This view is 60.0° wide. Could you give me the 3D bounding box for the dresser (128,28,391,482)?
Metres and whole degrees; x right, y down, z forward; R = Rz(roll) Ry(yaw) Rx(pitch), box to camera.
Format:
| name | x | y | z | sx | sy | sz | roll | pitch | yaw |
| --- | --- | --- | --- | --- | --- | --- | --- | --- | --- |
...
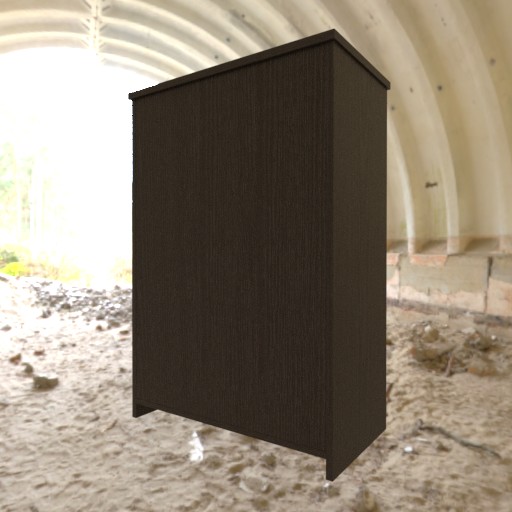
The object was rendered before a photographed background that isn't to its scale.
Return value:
| name | x | y | z | sx | sy | sz | roll | pitch | yaw |
| --- | --- | --- | --- | --- | --- | --- | --- | --- | --- |
| dresser | 0.000 | 0.000 | 1.355 | 0.704 | 1.020 | 0.399 | 0 | 1 | 35 |
